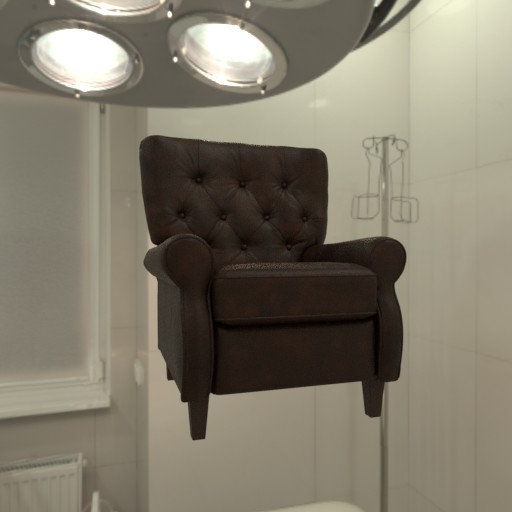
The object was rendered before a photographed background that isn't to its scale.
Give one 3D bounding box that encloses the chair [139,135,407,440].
[{"bbox_3d":[0.000,0.000,1.909,0.948,1.158,1.058,0,0,-18],"label":"chair"}]
